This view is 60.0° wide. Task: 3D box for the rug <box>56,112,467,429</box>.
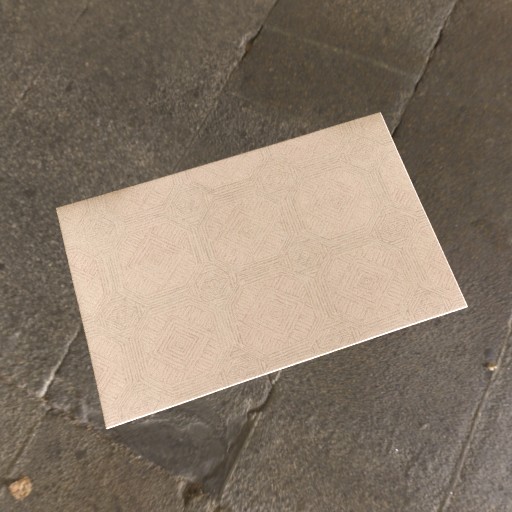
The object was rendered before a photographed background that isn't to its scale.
[{"bbox_3d":[0.000,0.000,3.010,2.440,0.008,1.524,-18,76,-4],"label":"rug"}]
